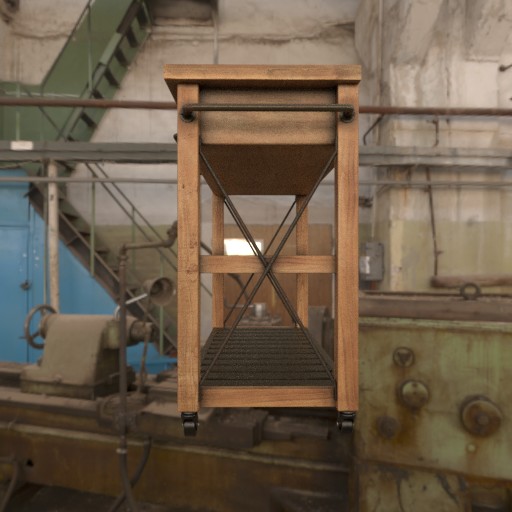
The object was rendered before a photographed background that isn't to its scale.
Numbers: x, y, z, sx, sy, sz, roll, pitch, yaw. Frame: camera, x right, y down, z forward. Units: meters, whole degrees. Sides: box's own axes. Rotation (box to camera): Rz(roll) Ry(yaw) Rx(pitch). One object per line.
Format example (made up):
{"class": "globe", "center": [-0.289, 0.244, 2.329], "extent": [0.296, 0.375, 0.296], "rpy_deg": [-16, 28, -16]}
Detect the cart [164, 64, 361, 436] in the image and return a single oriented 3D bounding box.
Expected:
{"class": "cart", "center": [0.000, 0.000, 0.962], "extent": [0.298, 0.554, 0.686], "rpy_deg": [0, 0, -1]}
